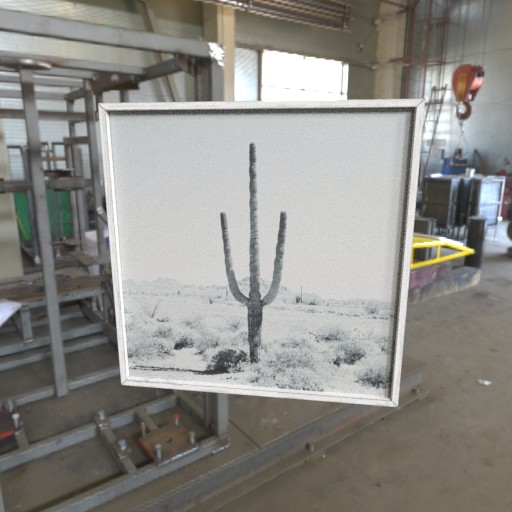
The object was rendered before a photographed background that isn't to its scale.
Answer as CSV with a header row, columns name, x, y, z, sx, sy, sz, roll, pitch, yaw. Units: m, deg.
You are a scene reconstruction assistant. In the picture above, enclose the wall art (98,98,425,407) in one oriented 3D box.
name,x,y,z,sx,sy,sz,roll,pitch,yaw
wall art,0.000,0.000,0.465,0.305,0.305,0.038,2,14,8
